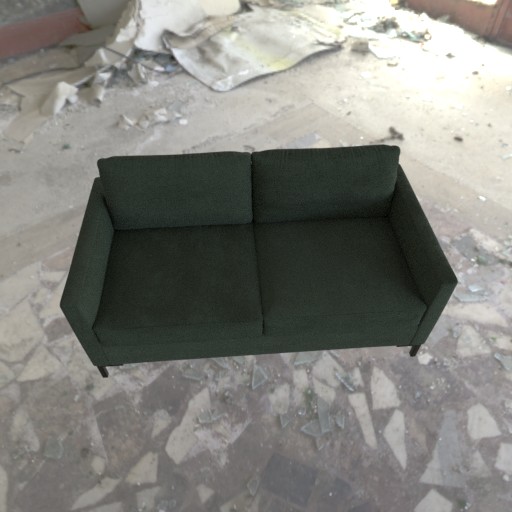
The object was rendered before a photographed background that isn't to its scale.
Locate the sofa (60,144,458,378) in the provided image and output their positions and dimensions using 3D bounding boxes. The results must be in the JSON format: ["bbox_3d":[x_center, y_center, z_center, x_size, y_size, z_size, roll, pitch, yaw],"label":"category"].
[{"bbox_3d":[0.000,0.000,2.242,1.676,0.817,0.875,-3,48,-3],"label":"sofa"}]
